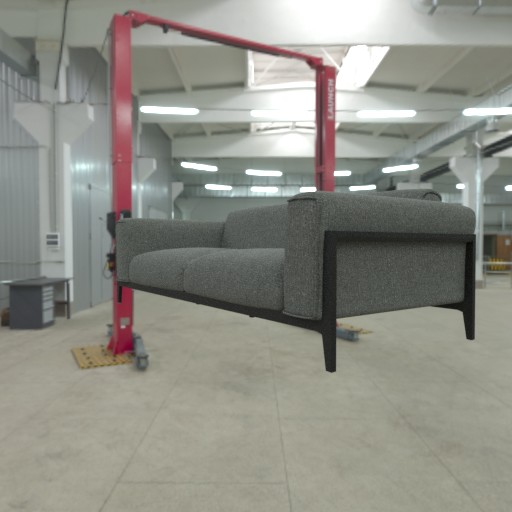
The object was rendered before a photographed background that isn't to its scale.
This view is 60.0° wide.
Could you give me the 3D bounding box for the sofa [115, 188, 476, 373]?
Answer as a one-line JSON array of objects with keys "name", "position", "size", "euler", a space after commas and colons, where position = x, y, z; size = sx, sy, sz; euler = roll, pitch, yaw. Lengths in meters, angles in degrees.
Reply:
[{"name": "sofa", "position": [0.000, 0.000, 2.539], "size": [0.985, 0.703, 2.125], "euler": [-1, 2, -35]}]
